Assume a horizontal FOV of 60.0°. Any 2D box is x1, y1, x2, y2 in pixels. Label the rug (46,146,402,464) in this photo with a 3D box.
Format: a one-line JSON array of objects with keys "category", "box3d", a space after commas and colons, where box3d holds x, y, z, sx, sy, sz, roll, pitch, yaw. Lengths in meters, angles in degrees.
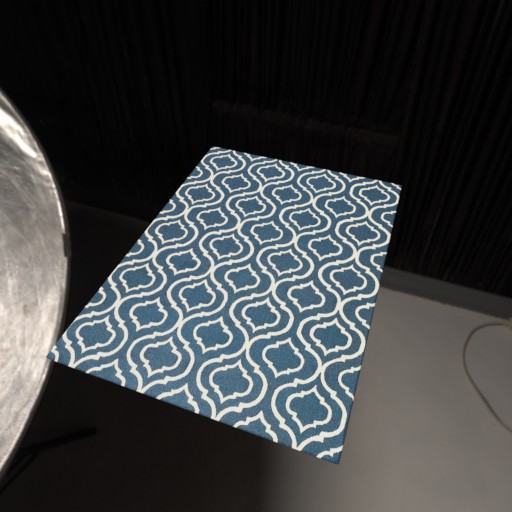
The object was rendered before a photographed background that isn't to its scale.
[{"category": "rug", "box3d": [0.000, 0.000, 4.421, 2.438, 0.010, 3.353, 15, 48, 14]}]
